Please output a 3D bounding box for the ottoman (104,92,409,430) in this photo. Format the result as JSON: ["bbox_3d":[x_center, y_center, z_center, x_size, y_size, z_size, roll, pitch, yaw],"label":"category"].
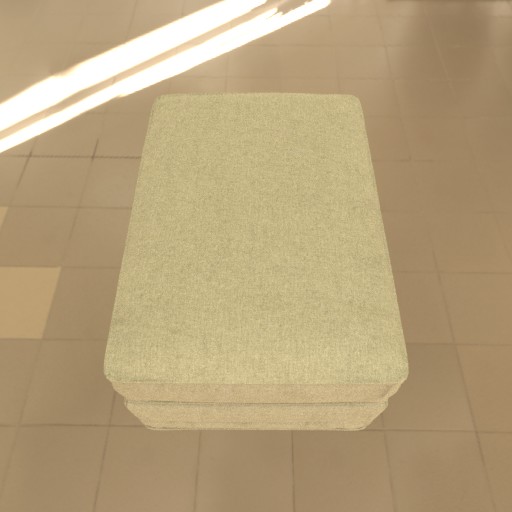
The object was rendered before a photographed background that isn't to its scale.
[{"bbox_3d":[0.000,0.000,1.215,0.611,0.508,0.848,0,58,0],"label":"ottoman"}]
